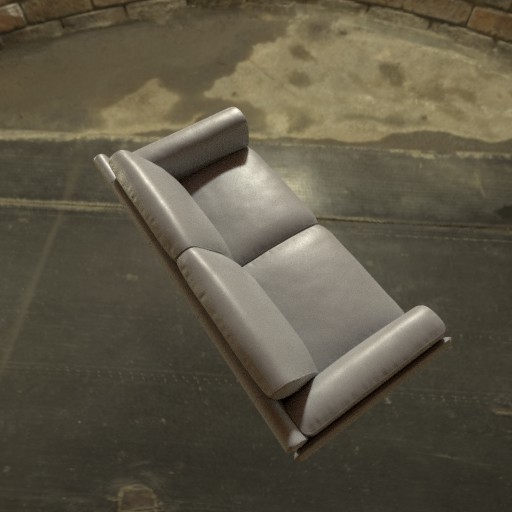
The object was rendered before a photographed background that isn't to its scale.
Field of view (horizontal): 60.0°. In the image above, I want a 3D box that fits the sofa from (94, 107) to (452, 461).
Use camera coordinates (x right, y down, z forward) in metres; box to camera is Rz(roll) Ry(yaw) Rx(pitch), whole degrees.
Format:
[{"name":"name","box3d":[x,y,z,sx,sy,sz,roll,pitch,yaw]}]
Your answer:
[{"name":"sofa","box3d":[0.000,0.000,2.654,1.049,0.930,2.101,-31,64,-17]}]
